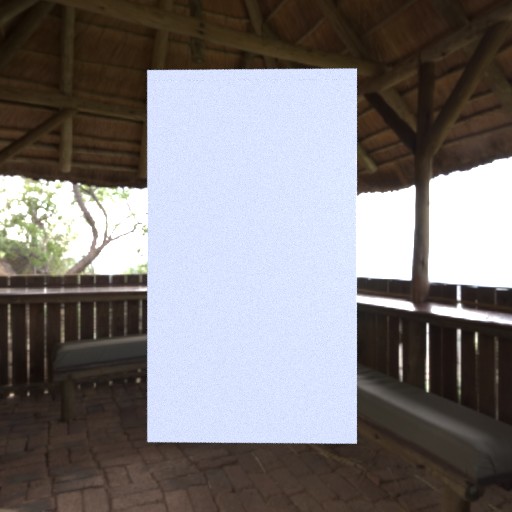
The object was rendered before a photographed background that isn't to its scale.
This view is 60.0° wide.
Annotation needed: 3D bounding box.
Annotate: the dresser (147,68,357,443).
[{"bbox_3d":[0.000,0.000,1.522,0.460,0.820,1.100,0,0,1],"label":"dresser"}]
